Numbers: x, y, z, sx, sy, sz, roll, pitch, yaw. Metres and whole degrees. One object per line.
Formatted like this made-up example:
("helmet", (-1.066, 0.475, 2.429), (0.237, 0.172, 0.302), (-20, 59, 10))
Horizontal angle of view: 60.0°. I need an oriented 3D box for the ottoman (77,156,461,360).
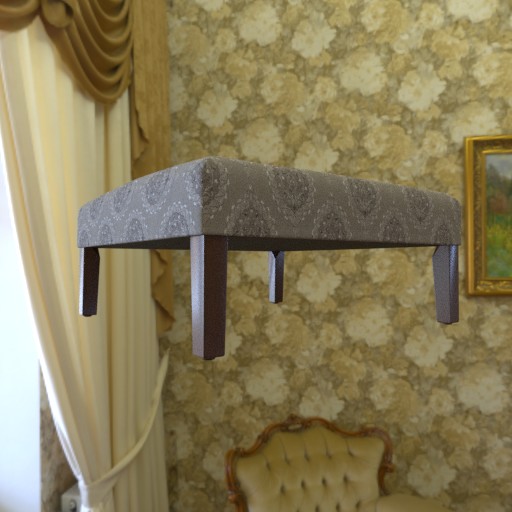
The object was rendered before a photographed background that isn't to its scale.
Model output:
("ottoman", (0.000, 0.000, 1.425), (0.889, 0.411, 0.890), (1, -1, -36))
